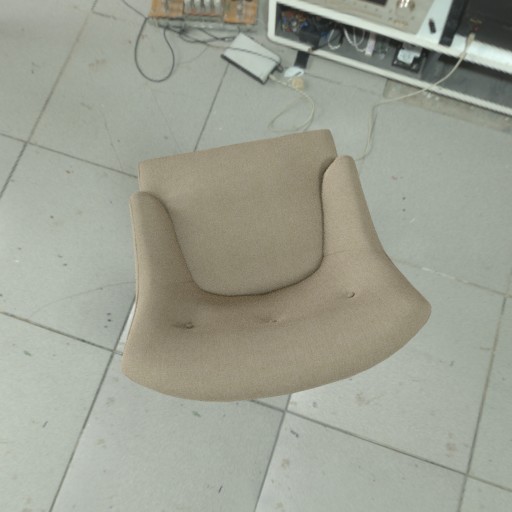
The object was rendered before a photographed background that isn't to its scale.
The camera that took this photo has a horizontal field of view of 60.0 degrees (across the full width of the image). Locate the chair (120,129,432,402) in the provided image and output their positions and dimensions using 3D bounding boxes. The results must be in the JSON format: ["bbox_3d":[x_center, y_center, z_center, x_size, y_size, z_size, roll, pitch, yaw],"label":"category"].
[{"bbox_3d":[0.000,0.000,1.620,0.864,0.856,0.923,-11,78,-2],"label":"chair"}]
